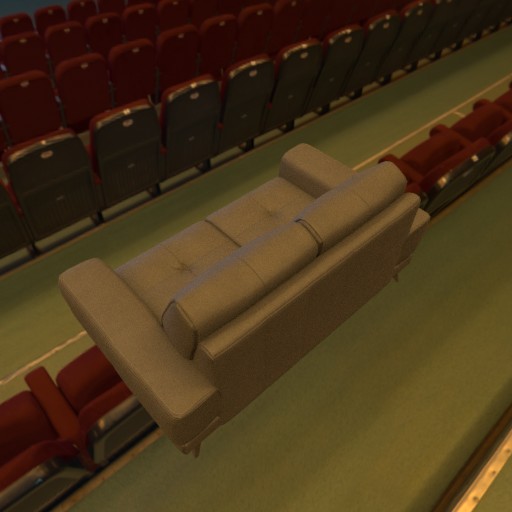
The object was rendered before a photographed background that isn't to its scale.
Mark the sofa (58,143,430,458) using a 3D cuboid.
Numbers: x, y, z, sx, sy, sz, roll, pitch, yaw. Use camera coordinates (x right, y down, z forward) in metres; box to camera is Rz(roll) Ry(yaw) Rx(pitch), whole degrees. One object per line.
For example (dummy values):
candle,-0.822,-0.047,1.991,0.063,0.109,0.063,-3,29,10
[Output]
sofa,0.000,0.000,2.390,1.806,0.907,1.018,-34,55,-27
